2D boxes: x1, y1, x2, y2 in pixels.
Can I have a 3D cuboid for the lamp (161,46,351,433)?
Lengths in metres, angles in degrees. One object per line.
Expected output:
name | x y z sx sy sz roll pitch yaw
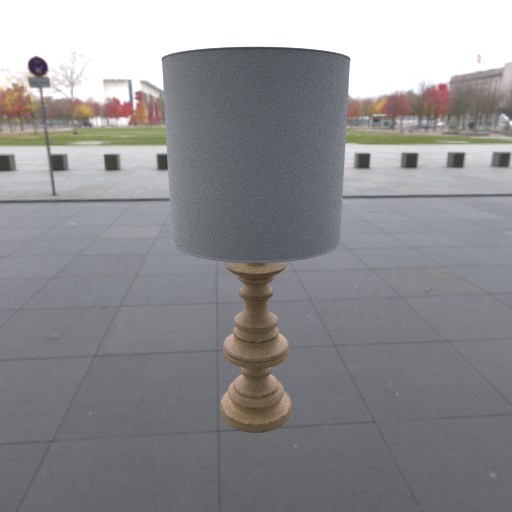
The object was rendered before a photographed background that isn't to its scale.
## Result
lamp | 0.000 0.000 0.563 0.208 0.455 0.208 3 17 9
